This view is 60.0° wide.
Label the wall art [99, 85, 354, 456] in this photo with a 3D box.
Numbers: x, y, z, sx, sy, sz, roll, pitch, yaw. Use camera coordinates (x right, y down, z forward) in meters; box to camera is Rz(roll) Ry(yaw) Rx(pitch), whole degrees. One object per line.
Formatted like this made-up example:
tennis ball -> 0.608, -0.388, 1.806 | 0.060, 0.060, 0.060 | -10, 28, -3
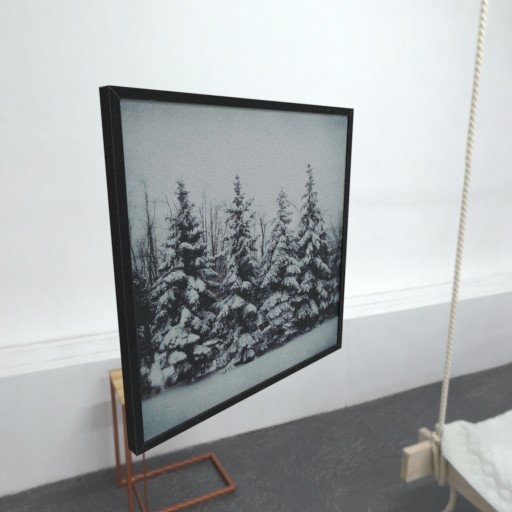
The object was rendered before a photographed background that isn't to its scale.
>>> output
wall art -> 0.000, 0.000, 1.143 | 0.761, 0.761, 0.037 | -13, 19, -43
